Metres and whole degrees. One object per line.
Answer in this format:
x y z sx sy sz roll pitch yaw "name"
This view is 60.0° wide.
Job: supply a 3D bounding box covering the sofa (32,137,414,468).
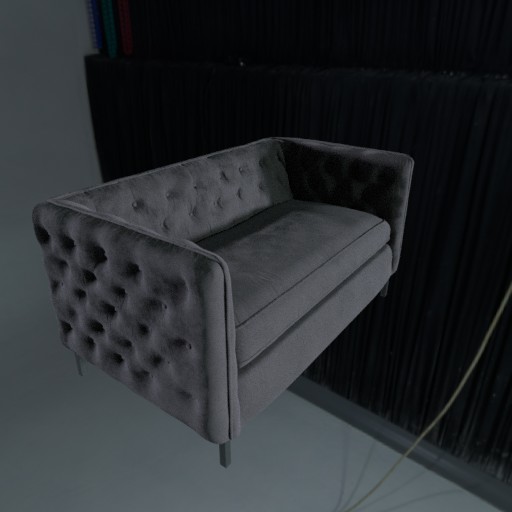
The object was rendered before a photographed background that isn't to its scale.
0.000 0.000 2.075 0.909 0.810 1.583 18 31 32 "sofa"
